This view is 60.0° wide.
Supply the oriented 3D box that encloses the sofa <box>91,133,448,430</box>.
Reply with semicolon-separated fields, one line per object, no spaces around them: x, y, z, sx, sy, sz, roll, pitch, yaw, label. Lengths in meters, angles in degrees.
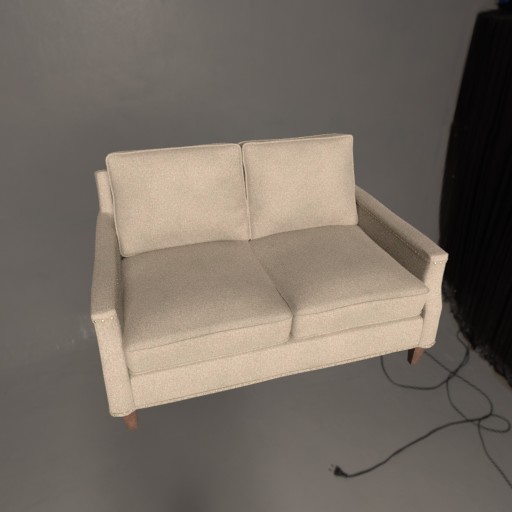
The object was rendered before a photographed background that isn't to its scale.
0.000;0.000;2.302;1.597;1.003;1.084;-9;32;-14;sofa
